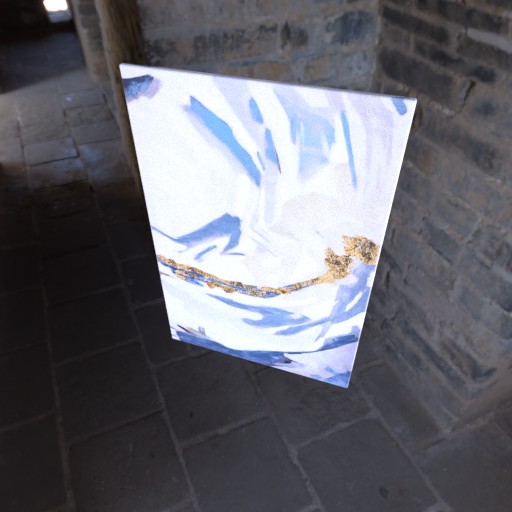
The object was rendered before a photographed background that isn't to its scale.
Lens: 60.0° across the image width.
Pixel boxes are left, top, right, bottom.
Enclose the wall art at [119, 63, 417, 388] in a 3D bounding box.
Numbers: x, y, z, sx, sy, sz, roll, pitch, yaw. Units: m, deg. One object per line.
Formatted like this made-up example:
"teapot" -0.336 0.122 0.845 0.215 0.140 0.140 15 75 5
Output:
"wall art" 0.000 0.000 1.167 0.610 0.914 0.016 13 42 14
